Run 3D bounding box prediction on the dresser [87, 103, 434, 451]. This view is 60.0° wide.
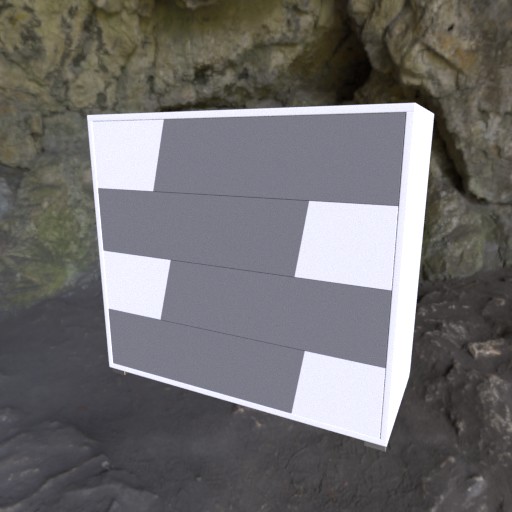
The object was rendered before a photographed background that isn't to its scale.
[{"bbox_3d":[0.000,0.000,1.641,1.100,1.000,0.460,7,16,26],"label":"dresser"}]
